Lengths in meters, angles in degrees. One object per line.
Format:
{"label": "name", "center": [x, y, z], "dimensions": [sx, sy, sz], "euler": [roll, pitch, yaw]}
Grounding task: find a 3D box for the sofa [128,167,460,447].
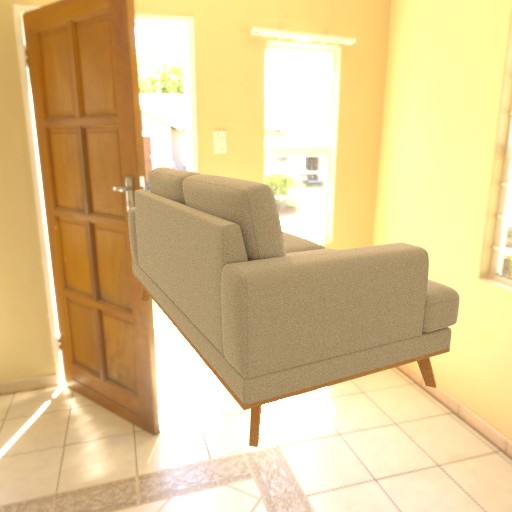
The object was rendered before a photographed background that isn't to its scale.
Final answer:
{"label": "sofa", "center": [0.000, 0.000, 2.149], "dimensions": [0.915, 0.810, 1.651], "euler": [-7, 15, -26]}
